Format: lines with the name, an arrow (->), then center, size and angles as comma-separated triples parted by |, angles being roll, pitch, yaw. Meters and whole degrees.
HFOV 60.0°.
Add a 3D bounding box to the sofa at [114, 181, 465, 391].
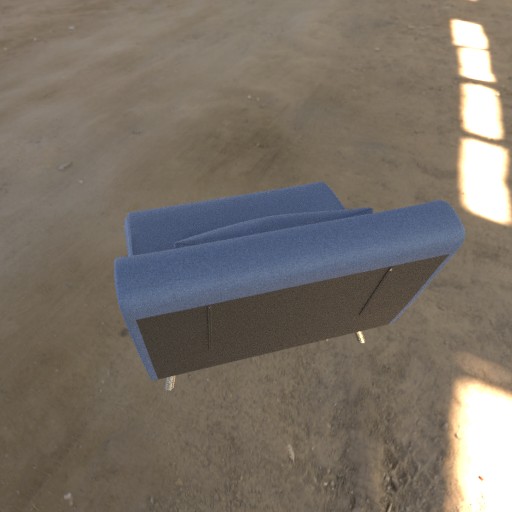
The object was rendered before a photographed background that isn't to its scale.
sofa -> 0.000, 0.000, 1.771 | 0.999, 0.860, 0.996 | -11, 43, -12
